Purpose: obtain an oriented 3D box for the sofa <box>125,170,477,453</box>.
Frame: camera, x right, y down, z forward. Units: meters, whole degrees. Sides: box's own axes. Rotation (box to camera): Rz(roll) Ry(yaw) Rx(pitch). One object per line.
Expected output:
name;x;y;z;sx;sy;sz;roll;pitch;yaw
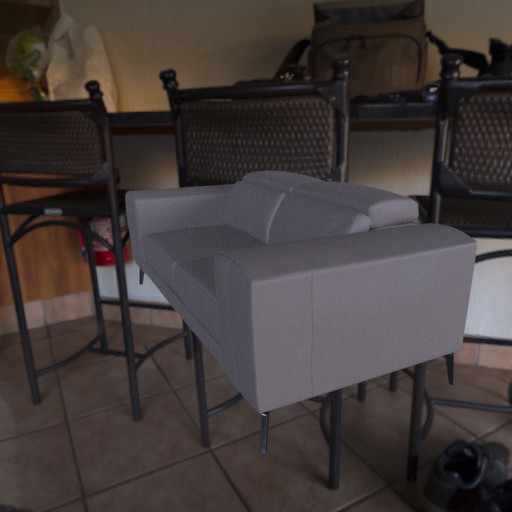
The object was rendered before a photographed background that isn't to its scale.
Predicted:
sofa;0.000;0.000;2.356;1.003;0.779;1.895;-8;18;-26
